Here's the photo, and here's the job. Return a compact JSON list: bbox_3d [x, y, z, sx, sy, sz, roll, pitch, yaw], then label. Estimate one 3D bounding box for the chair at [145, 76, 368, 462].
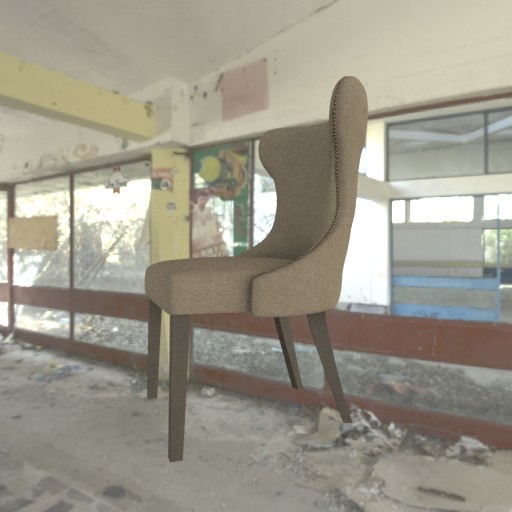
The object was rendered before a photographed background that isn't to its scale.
[{"bbox_3d":[0.000,0.000,1.384,0.635,0.967,0.628,0,0,-20],"label":"chair"}]
